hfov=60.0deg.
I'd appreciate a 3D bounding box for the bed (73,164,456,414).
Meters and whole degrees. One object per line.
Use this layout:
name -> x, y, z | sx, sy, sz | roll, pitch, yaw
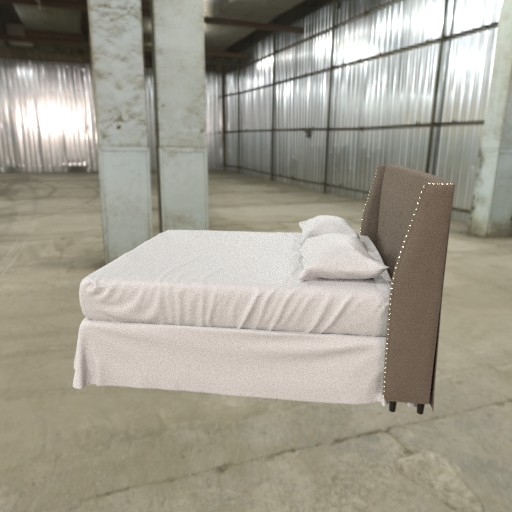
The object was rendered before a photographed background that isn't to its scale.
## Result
bed -> 0.000, 0.000, 3.389 | 2.276, 1.332, 1.925 | 2, 14, 8
